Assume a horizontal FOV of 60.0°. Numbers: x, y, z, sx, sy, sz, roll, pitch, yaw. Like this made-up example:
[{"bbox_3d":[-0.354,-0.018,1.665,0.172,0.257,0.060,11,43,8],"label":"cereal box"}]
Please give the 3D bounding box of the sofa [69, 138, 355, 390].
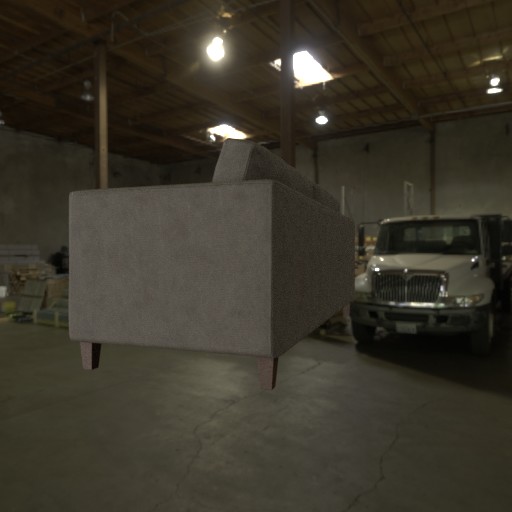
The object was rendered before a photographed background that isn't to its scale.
[{"bbox_3d":[0.000,0.000,2.735,0.951,0.965,2.208,0,1,20],"label":"sofa"}]
